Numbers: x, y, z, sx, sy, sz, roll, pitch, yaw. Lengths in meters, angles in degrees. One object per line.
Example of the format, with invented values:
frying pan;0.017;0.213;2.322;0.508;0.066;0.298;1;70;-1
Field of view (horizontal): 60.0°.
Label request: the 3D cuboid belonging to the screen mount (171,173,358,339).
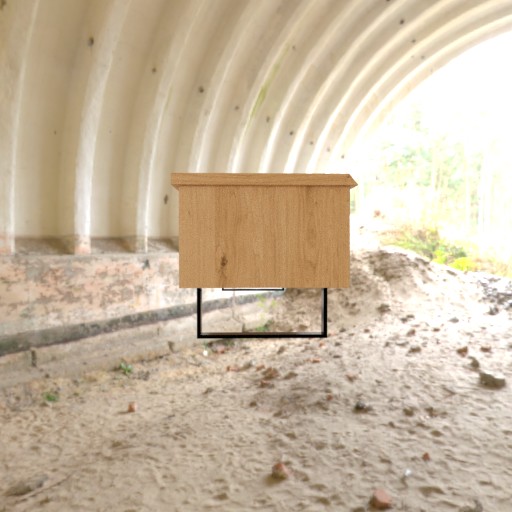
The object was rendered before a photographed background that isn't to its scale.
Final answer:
screen mount;0.000;0.000;1.913;0.450;0.430;1.700;0;1;-1
